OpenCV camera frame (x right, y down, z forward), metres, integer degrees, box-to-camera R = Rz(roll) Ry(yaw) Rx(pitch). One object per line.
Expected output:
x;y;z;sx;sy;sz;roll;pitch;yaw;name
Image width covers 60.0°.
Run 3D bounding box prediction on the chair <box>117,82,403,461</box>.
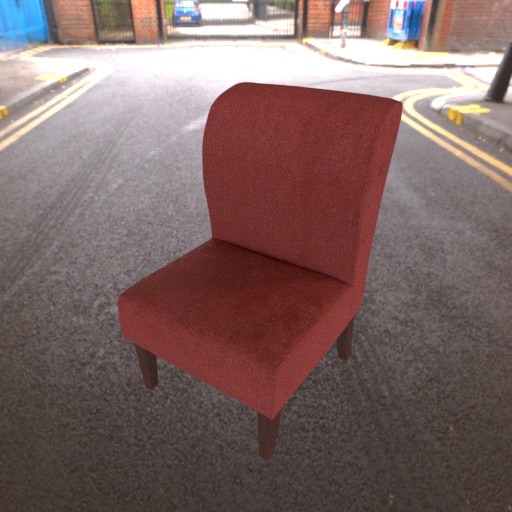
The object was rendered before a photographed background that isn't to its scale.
0.000;0.000;1.286;0.538;0.846;0.640;19;35;30;chair
